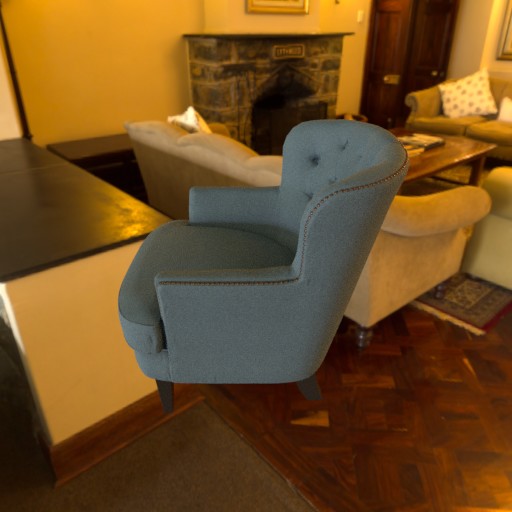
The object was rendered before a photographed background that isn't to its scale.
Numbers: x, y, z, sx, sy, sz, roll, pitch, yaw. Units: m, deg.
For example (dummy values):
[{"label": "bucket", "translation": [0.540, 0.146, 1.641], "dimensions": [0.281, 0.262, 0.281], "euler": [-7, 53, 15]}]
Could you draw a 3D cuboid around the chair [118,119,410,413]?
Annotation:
[{"label": "chair", "translation": [0.000, 0.000, 1.592], "dimensions": [0.906, 0.868, 0.848], "euler": [0, 27, 0]}]
